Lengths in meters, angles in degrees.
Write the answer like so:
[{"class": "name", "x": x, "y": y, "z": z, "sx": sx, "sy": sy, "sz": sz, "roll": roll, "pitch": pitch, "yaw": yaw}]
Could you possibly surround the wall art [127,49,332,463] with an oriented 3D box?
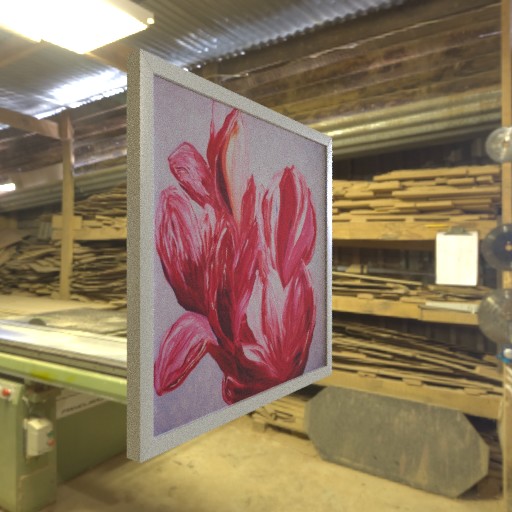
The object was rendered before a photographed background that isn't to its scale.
[{"class": "wall art", "x": 0.000, "y": 0.000, "z": 0.673, "sx": 0.023, "sy": 0.453, "sz": 0.455, "roll": 0, "pitch": 0, "yaw": 37}]
